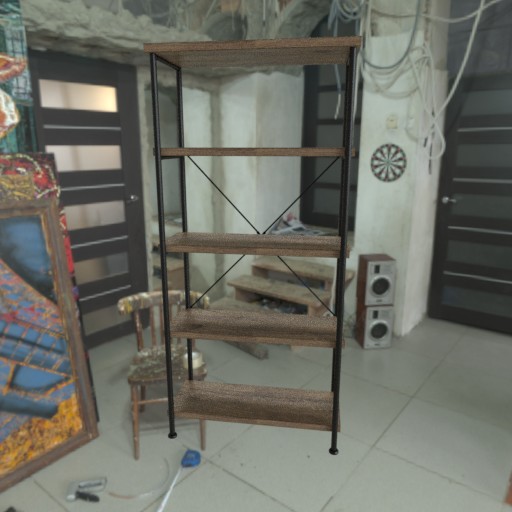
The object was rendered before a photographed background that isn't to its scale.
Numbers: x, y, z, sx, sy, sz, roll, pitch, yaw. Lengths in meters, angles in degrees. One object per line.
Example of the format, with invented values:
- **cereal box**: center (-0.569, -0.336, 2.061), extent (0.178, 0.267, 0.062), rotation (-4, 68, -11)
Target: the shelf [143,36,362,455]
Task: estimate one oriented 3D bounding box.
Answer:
- **shelf**: center (0.000, 0.000, 1.980), extent (0.800, 1.700, 0.360), rotation (2, 14, 8)
